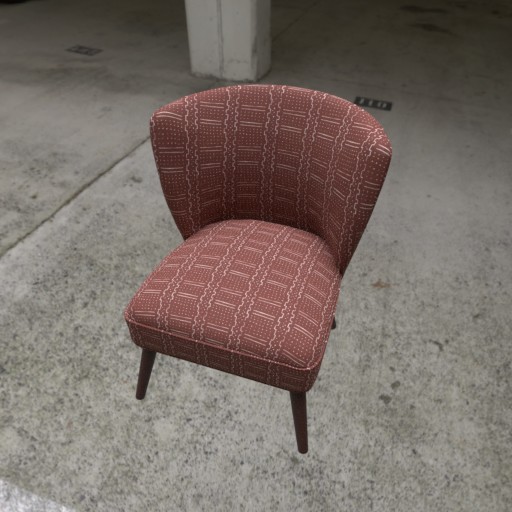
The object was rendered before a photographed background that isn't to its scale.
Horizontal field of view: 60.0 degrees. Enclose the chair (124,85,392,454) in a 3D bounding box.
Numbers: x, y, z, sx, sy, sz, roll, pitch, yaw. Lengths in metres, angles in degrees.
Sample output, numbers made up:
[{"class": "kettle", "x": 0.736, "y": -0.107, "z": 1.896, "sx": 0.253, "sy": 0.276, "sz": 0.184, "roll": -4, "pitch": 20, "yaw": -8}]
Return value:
[{"class": "chair", "x": 0.000, "y": 0.000, "z": 1.446, "sx": 0.706, "sy": 0.866, "sz": 0.758, "roll": 12, "pitch": 42, "yaw": 14}]
